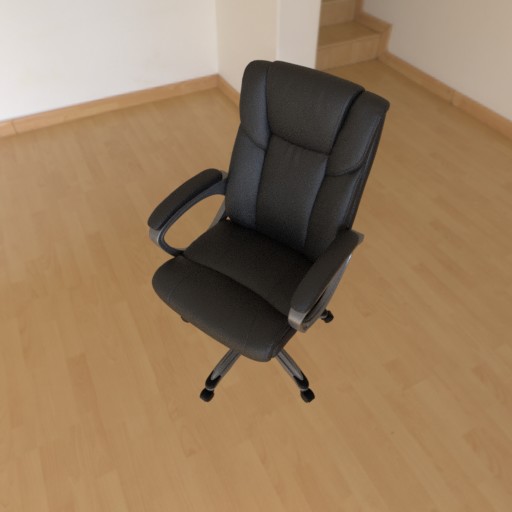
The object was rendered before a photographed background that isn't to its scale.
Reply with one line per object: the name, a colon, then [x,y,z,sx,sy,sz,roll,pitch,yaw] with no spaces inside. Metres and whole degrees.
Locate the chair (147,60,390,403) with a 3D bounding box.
chair: [0.000,0.000,1.599,0.721,1.130,0.719,29,53,25]
